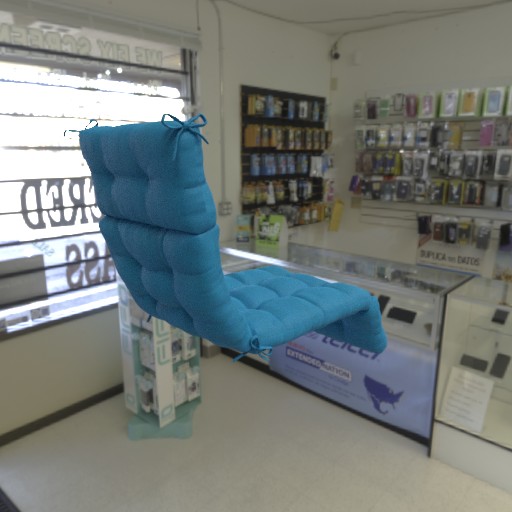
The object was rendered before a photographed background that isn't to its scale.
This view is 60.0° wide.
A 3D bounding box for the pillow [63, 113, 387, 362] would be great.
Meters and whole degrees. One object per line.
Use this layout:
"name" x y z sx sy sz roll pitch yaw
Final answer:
"pillow" 0.000 0.000 1.489 1.016 0.863 0.526 -13 19 -43
